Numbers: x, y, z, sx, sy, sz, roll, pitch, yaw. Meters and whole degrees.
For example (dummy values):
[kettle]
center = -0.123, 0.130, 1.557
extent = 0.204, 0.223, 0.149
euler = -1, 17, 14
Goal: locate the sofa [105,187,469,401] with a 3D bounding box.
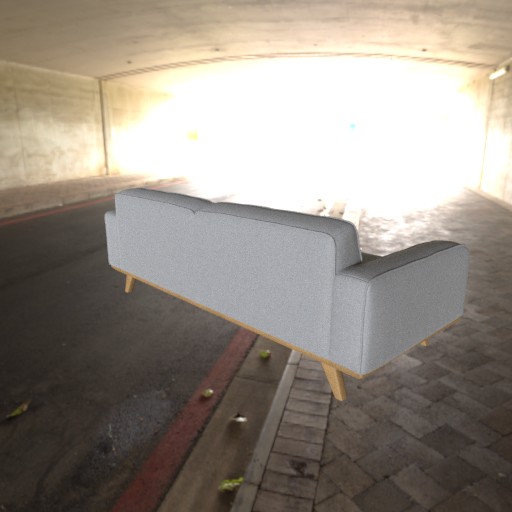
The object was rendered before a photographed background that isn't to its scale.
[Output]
[sofa]
center = 0.000, 0.000, 2.795
extent = 0.956, 0.781, 2.270
euler = -14, 20, -42
